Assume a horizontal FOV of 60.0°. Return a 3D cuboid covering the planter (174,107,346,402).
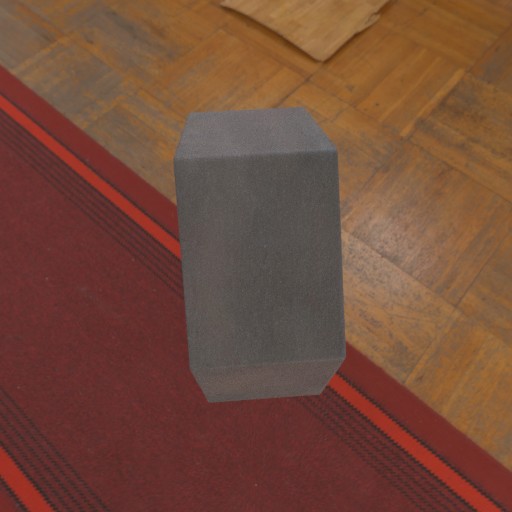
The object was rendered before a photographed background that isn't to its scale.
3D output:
[{"bbox_3d":[0.000,0.000,0.297,0.077,0.206,0.169,-4,63,-2],"label":"planter"}]
